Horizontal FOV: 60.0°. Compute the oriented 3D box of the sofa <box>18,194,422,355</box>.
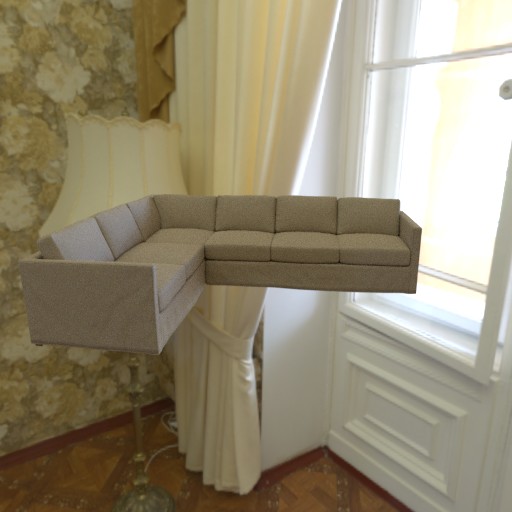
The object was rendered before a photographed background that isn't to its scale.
[{"bbox_3d":[0.000,0.000,4.228,3.182,0.871,2.432,2,16,6],"label":"sofa"}]
